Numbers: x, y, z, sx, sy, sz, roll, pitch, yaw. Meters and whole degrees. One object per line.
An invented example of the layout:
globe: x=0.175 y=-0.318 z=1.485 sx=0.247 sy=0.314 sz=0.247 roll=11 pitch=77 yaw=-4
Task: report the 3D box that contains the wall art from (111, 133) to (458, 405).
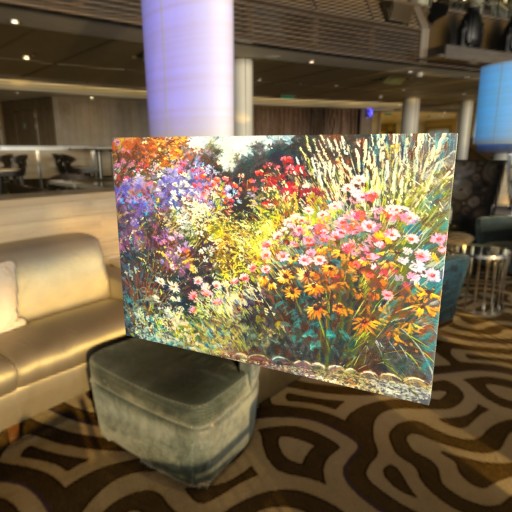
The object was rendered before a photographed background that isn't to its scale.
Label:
wall art: x=0.000 y=0.000 z=1.453 sx=1.136 sy=0.760 sz=0.042 roll=7 pitch=15 yaw=25
